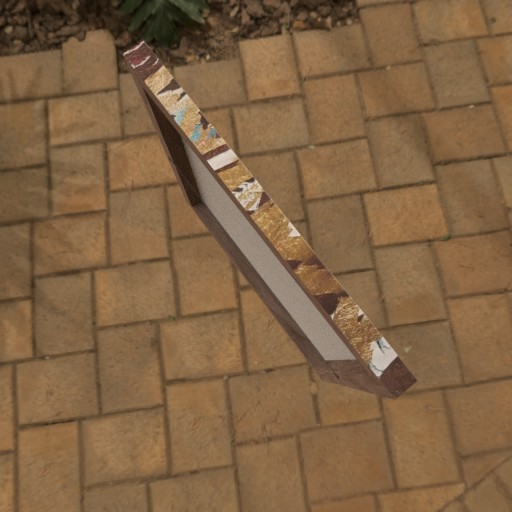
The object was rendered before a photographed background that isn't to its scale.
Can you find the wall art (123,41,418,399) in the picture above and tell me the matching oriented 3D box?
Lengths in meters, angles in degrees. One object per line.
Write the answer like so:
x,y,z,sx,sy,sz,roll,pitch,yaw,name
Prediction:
0.000,0.000,0.897,0.041,0.613,0.609,-36,79,-8,wall art
